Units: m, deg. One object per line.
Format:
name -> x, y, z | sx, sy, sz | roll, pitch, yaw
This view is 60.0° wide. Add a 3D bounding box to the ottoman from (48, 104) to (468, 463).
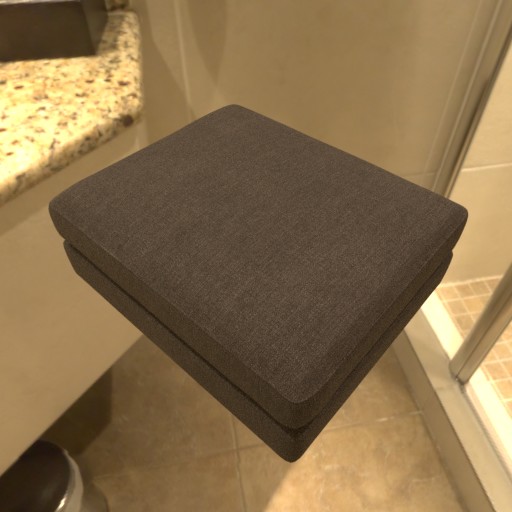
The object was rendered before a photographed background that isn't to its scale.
ottoman -> 0.000, 0.000, 1.214 | 0.821, 0.474, 0.693 | 33, 55, 28
